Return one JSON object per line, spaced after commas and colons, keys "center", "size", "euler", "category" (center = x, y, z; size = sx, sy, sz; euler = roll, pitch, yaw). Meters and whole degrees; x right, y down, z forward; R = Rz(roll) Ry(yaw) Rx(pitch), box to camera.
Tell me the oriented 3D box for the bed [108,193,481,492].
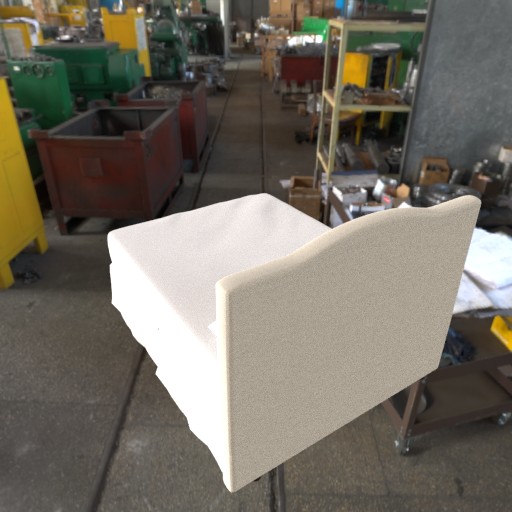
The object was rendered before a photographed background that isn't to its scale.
{"center": [0.000, 0.000, 3.222], "size": [1.741, 1.449, 2.196], "euler": [-18, 34, -28], "category": "bed"}
